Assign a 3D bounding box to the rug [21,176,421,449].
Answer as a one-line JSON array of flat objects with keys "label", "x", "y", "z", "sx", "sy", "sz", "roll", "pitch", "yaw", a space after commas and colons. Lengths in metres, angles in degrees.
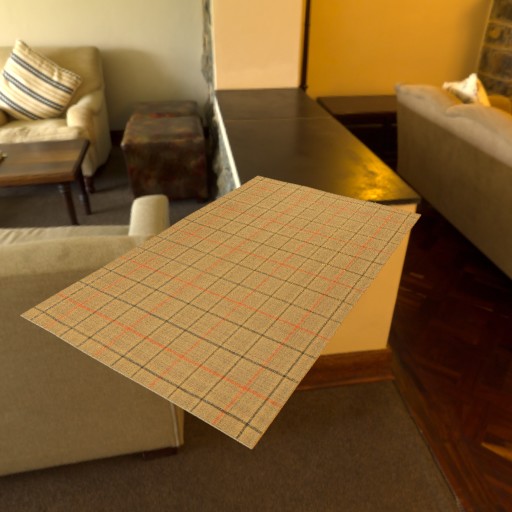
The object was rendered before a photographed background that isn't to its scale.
[{"label": "rug", "x": 0.000, "y": 0.000, "z": 2.966, "sx": 1.524, "sy": 0.015, "sz": 2.439, "roll": 19, "pitch": 36, "yaw": 27}]
